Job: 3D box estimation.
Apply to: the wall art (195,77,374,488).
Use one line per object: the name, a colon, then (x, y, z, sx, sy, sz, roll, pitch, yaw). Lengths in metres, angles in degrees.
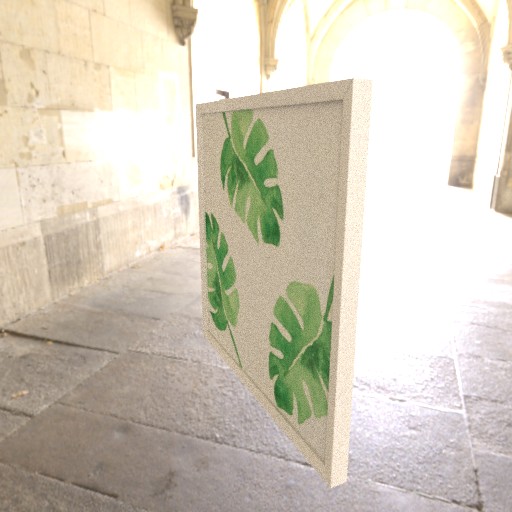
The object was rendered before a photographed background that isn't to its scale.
wall art: (0.000, 0.000, 1.115, 0.040, 0.762, 0.762, -7, 17, -25)
